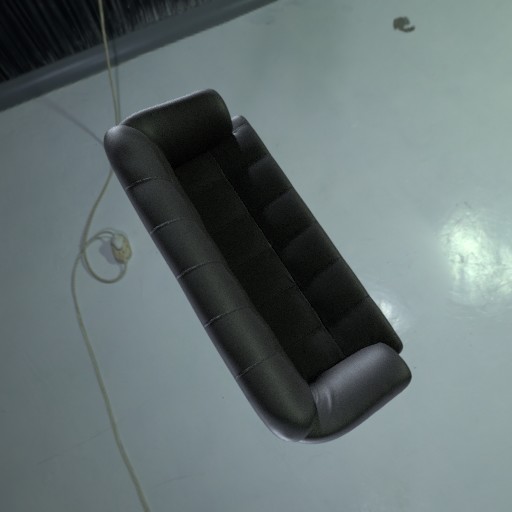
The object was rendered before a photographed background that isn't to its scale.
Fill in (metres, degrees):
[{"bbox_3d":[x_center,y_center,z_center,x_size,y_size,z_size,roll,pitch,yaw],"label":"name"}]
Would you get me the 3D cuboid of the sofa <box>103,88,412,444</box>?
[{"bbox_3d":[0.000,0.000,2.292,0.800,0.811,1.829,-31,76,-8],"label":"sofa"}]
